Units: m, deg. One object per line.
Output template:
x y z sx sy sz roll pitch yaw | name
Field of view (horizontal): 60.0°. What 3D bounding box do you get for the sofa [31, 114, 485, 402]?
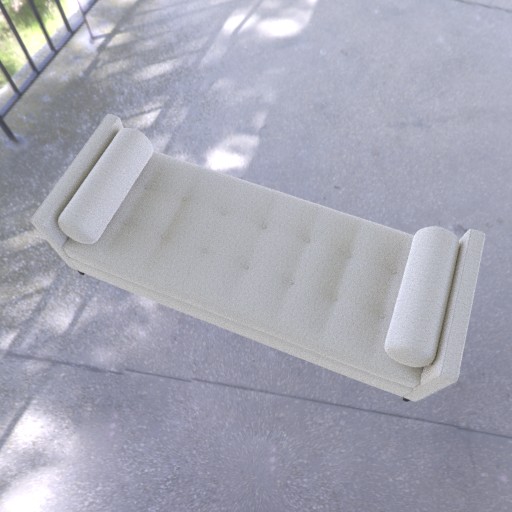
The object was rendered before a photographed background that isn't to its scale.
0.000 0.000 2.298 1.985 0.641 0.746 20 65 10 | sofa
